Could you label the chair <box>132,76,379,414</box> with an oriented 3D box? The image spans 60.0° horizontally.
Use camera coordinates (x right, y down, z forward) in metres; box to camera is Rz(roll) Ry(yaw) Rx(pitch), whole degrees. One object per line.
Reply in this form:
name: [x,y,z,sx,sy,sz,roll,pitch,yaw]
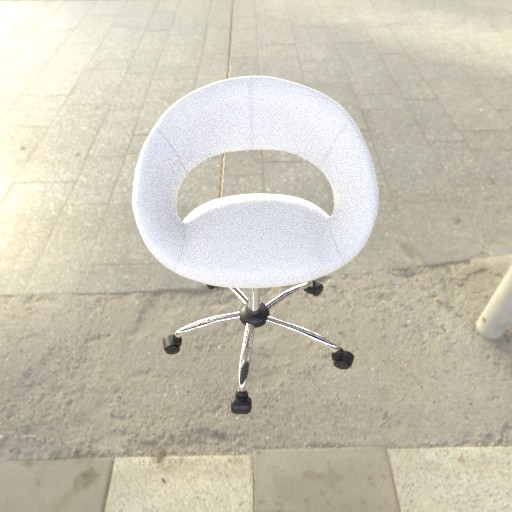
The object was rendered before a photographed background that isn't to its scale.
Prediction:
chair: [0.000,0.000,1.199,0.612,0.791,0.538,-2,46,-2]
